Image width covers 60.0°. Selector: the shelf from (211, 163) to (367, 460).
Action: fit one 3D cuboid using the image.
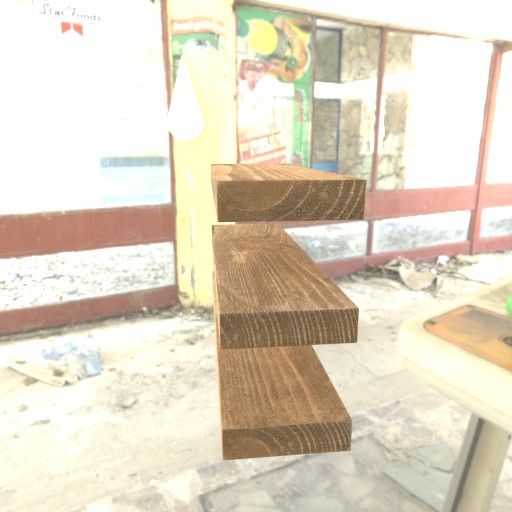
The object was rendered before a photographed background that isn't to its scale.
[{"bbox_3d":[0.000,0.000,0.735,0.140,0.293,0.610,-2,14,-6],"label":"shelf"}]
